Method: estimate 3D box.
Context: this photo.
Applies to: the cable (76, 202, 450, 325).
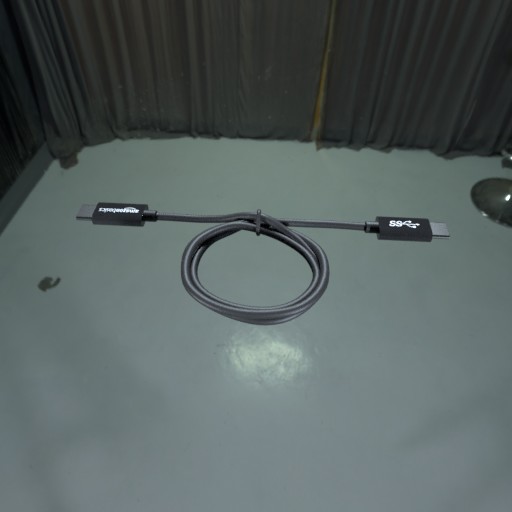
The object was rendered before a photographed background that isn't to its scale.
[{"bbox_3d":[0.000,0.000,0.203,0.186,0.014,0.070,3,47,3],"label":"cable"}]
